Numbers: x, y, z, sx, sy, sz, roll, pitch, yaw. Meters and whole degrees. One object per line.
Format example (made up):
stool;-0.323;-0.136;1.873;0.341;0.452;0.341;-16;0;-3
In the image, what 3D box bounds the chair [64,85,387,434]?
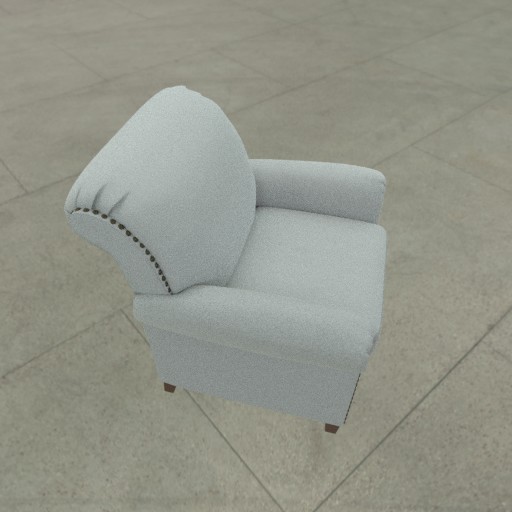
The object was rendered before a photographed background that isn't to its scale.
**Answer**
chair;0.000;0.000;1.550;0.890;0.927;0.854;10;46;10
